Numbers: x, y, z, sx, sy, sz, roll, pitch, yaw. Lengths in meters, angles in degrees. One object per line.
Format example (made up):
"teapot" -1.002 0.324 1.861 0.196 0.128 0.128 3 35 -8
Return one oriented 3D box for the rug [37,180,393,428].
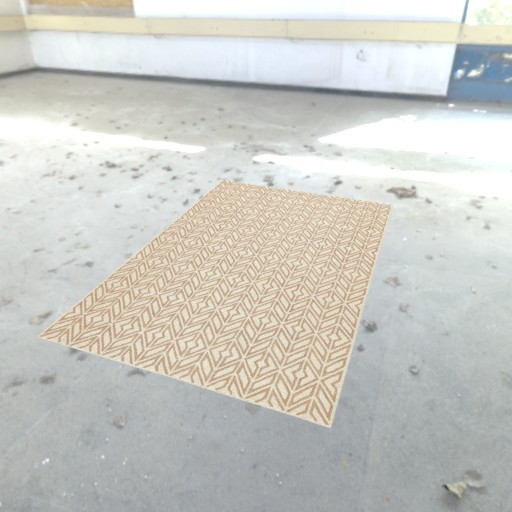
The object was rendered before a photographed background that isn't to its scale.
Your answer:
"rug" 0.000 0.000 2.355 1.220 0.007 1.828 11 33 18
